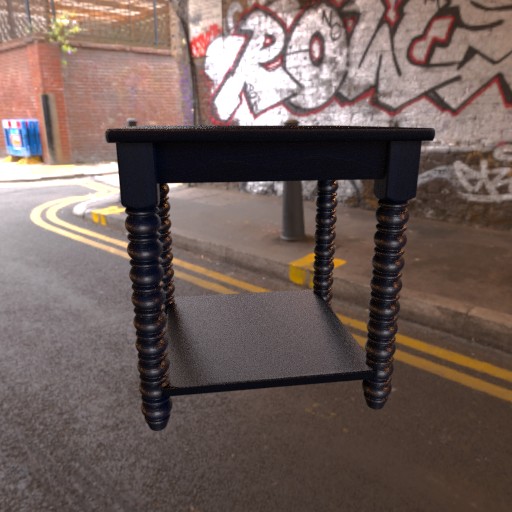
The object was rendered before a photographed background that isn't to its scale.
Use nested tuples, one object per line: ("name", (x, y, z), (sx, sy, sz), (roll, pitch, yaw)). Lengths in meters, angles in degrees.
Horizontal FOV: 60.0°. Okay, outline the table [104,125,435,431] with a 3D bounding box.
("table", (0.000, 0.000, 1.012), (0.533, 0.567, 0.500), (-2, 17, -8))
